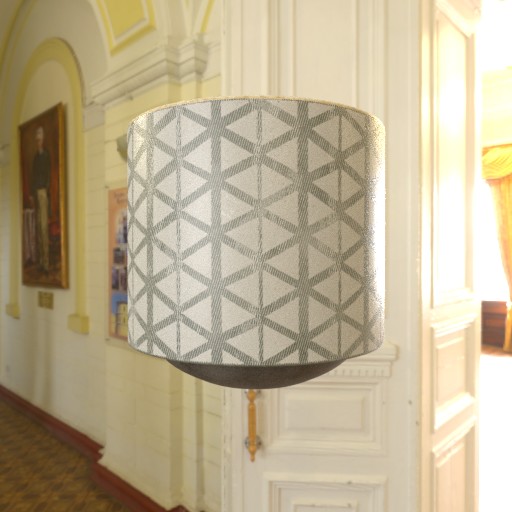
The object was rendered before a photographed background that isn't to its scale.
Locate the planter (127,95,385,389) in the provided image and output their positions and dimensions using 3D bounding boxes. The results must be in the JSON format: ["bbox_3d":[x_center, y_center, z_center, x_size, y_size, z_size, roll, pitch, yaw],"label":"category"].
[{"bbox_3d":[0.000,0.000,0.449,0.250,0.239,0.250,0,1,0],"label":"planter"}]
